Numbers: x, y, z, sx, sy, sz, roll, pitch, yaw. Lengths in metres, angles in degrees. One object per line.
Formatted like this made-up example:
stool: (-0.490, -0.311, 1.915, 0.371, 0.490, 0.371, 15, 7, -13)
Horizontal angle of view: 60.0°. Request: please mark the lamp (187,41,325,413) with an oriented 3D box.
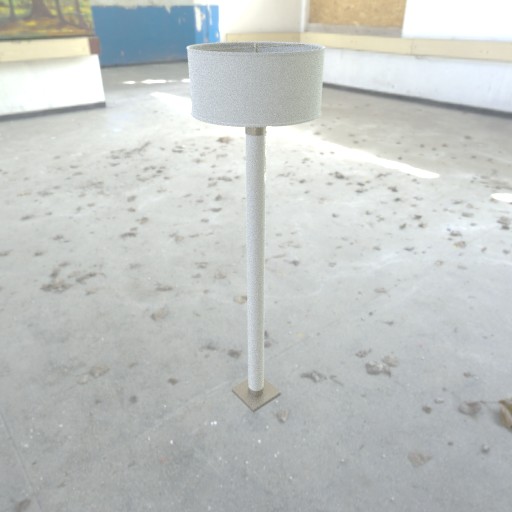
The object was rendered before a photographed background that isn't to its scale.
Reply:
lamp: (0.000, 0.000, 1.701, 0.420, 1.475, 0.420, -22, 36, -33)
